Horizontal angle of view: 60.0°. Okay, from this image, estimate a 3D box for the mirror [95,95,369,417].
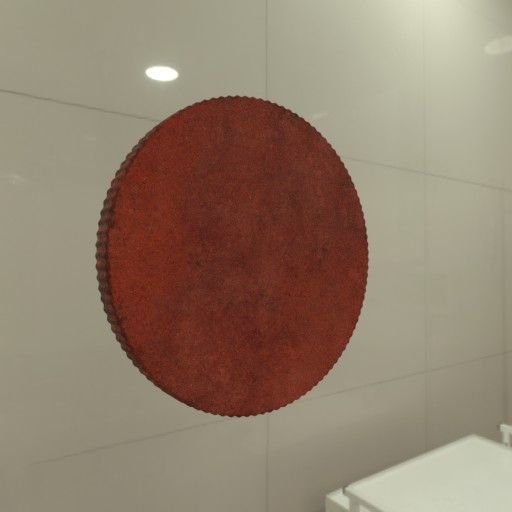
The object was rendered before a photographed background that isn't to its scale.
[{"bbox_3d":[0.000,0.000,0.877,0.609,0.609,0.056,1,-1,-36],"label":"mirror"}]
